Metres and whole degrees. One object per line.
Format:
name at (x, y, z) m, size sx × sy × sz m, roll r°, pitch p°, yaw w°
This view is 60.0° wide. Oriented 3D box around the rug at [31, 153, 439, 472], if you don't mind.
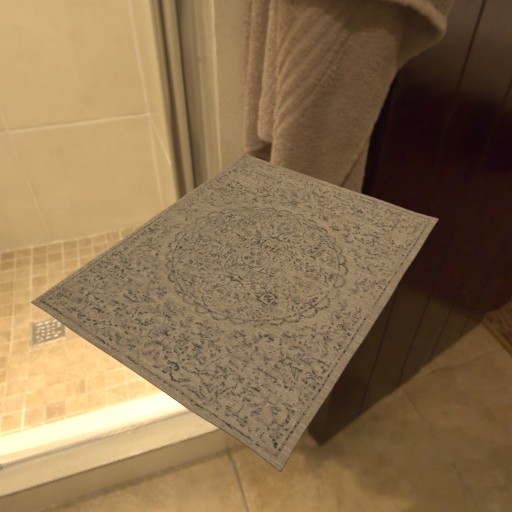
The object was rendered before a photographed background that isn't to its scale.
rug at (0.000, 0.000, 3.928) m, size 2.343 × 0.026 × 2.925 m, roll 24°, pitch 47°, yaw 25°
